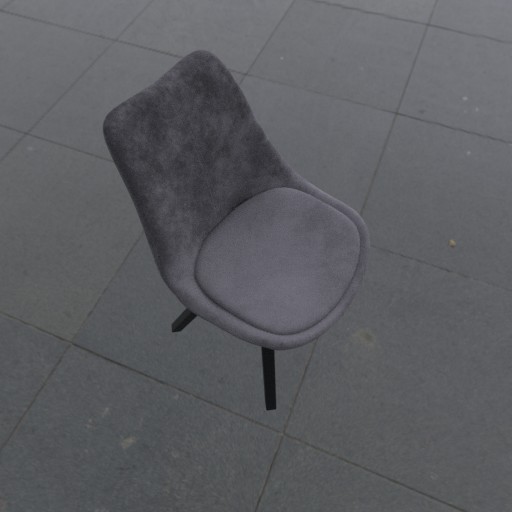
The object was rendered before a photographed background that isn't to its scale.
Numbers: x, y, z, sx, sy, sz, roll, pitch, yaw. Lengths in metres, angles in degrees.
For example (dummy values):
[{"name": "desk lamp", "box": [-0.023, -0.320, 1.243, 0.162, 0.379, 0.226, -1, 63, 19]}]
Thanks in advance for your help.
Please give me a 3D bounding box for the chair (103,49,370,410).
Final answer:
[{"name": "chair", "box": [0.000, 0.000, 1.177, 0.550, 0.850, 0.485, 33, 64, 19]}]
